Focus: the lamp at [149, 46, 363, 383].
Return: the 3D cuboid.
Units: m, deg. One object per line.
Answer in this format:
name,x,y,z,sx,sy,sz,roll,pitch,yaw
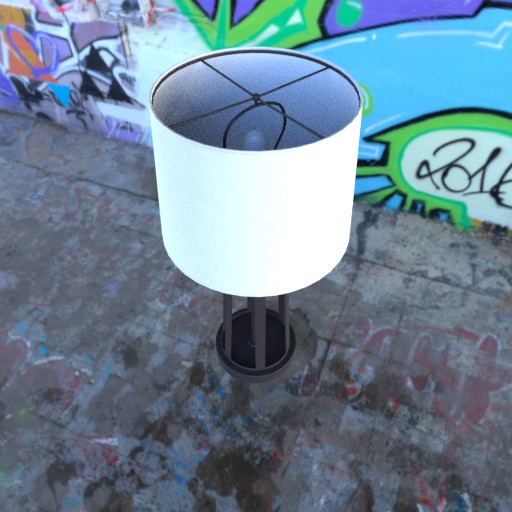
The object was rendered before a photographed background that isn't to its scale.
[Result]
lamp,0.000,0.000,0.649,0.251,0.509,0.251,0,48,0
